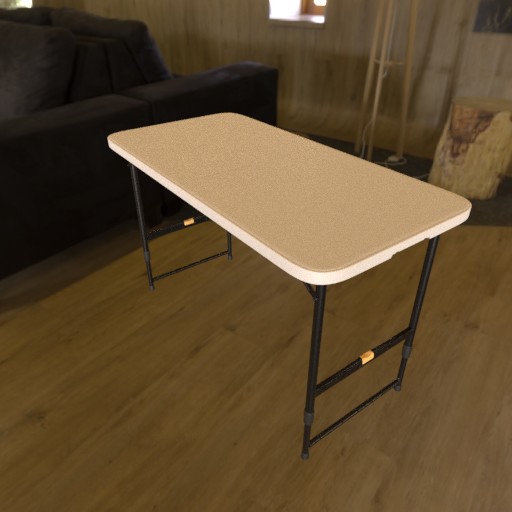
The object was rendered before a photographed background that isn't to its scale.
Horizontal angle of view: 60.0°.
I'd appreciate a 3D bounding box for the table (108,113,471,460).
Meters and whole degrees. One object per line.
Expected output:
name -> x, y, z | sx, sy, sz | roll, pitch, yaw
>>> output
table -> 0.000, 0.000, 1.660 | 0.611, 0.737, 1.245 | -22, 38, -30
